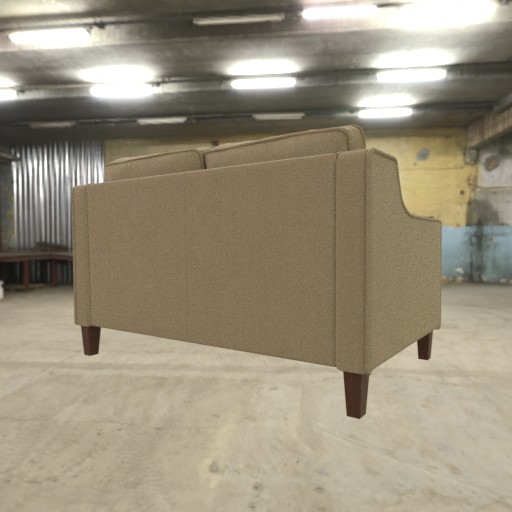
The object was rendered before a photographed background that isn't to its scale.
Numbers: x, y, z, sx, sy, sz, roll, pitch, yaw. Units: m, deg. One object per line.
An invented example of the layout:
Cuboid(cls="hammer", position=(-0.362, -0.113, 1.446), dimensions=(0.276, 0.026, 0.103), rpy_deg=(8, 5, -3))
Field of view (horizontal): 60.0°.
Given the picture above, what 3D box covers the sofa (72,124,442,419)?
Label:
Cuboid(cls="sofa", position=(0.000, 0.000, 2.138), dimensions=(1.501, 0.971, 0.987), rpy_deg=(1, 2, 35))
